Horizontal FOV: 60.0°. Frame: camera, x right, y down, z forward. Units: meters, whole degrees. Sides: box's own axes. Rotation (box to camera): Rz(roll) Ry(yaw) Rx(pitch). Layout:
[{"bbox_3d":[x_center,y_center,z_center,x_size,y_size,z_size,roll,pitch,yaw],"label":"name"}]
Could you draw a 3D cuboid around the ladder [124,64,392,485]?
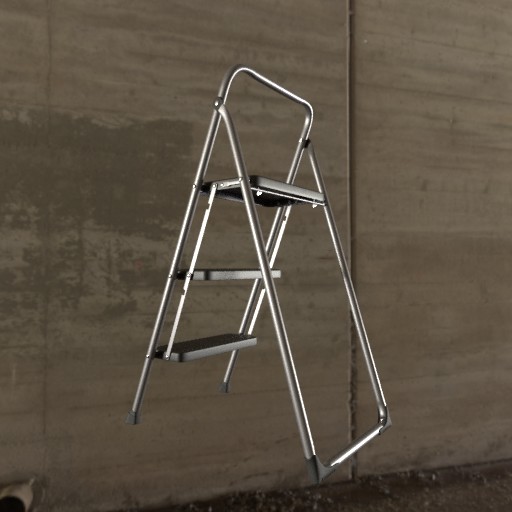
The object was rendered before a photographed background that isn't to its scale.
[{"bbox_3d":[0.000,0.000,1.253,0.629,0.945,0.430,-1,-2,37],"label":"ladder"}]
